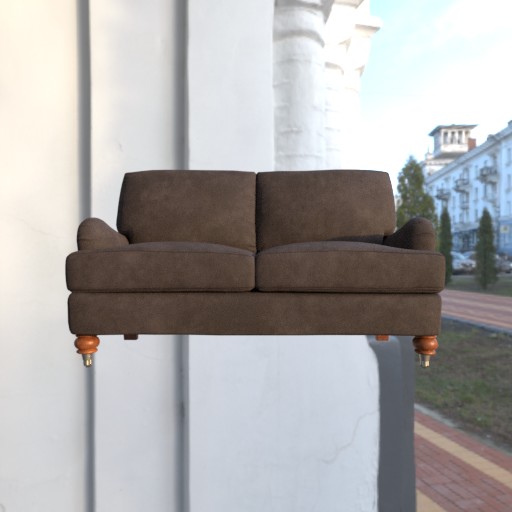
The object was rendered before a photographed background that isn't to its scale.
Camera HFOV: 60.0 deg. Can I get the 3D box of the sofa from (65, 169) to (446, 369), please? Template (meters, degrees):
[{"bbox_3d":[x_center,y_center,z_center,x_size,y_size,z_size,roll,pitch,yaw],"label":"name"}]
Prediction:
[{"bbox_3d":[0.000,0.000,2.588,1.853,1.101,1.084,0,0,1],"label":"sofa"}]
